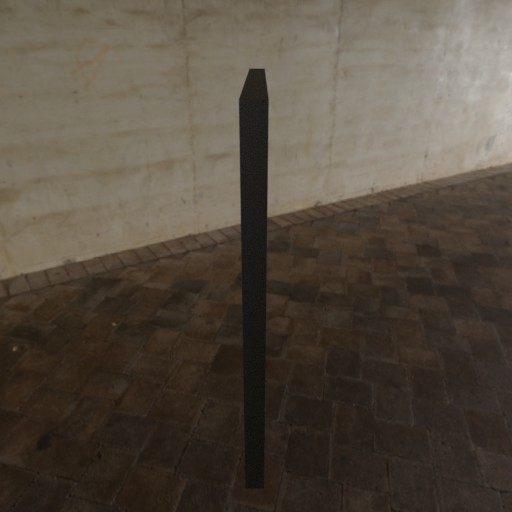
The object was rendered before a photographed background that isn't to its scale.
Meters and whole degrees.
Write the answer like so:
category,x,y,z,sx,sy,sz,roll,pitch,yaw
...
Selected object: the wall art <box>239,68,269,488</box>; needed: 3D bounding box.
category,x,y,z,sx,sy,sz,roll,pitch,yaw
wall art,0.000,0.000,0.751,0.029,0.559,0.457,0,26,0
